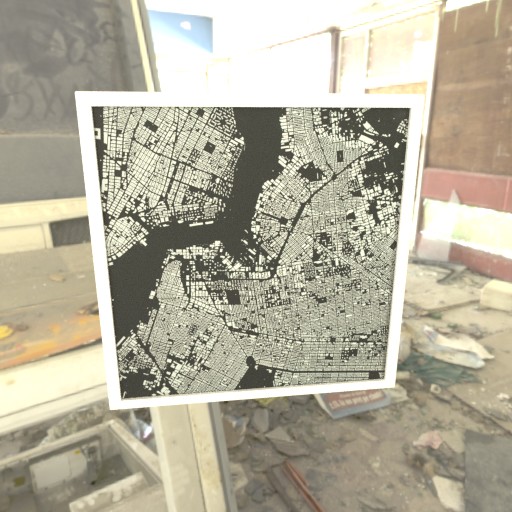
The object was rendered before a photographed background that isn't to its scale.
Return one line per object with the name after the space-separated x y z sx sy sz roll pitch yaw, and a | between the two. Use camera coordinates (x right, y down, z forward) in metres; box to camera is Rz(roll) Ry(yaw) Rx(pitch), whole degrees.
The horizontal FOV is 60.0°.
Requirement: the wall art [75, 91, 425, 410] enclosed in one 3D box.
0.000 0.000 0.444 0.305 0.305 0.037 -2 17 -7 | wall art
